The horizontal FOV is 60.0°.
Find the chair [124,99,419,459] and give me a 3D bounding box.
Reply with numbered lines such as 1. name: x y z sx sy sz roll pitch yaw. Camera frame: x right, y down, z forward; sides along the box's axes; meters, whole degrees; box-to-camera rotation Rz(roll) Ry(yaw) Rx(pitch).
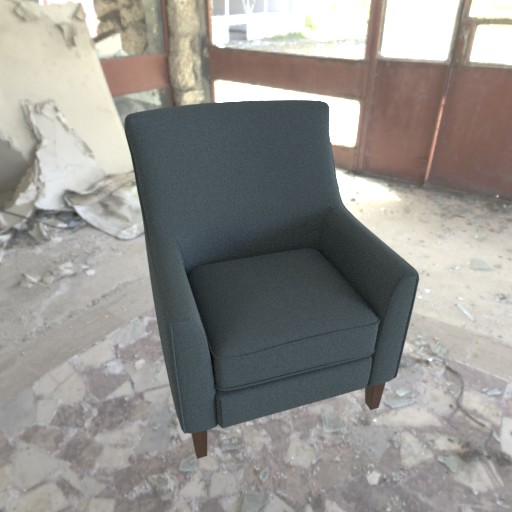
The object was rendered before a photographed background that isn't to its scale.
1. chair: 0.000 0.000 1.581 0.756 0.916 0.879 -9 32 -15
